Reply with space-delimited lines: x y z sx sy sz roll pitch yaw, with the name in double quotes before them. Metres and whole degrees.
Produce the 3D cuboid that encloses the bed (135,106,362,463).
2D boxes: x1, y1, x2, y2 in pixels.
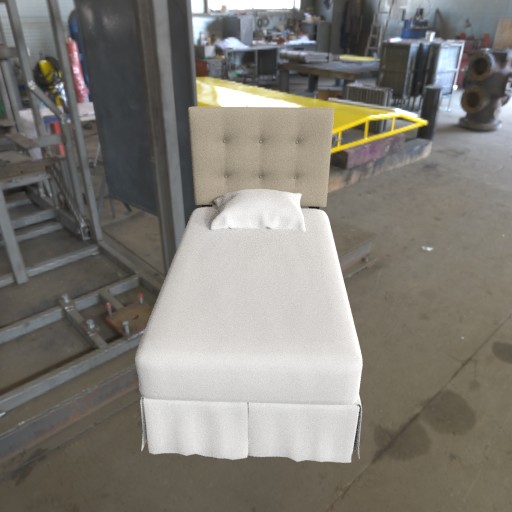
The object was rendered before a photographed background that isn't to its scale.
"bed" 0.000 0.000 3.001 1.261 1.571 1.997 1 30 2
